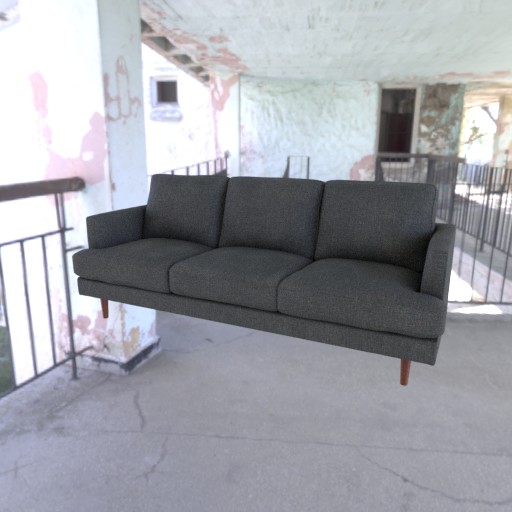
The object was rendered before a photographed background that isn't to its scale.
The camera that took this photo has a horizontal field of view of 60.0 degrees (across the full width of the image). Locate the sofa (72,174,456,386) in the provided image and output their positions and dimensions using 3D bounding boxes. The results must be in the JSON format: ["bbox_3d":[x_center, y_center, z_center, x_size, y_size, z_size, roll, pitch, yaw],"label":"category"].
[{"bbox_3d":[0.000,0.000,2.754,2.246,0.930,0.903,7,16,25],"label":"sofa"}]
